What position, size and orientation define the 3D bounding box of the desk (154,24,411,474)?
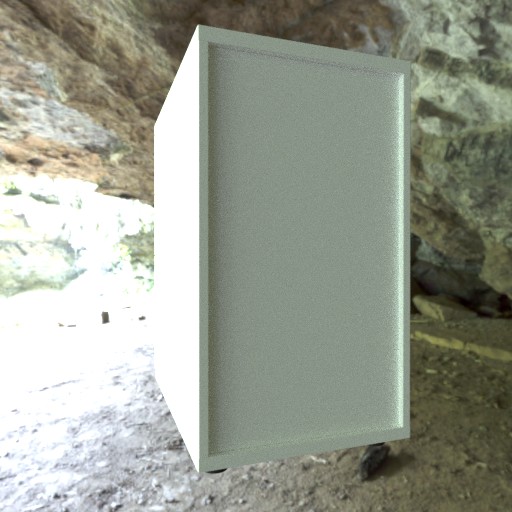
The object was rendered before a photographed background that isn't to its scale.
[{"bbox_3d":[0.000,0.000,1.046,0.404,0.730,0.600,0,0,-19],"label":"desk"}]
